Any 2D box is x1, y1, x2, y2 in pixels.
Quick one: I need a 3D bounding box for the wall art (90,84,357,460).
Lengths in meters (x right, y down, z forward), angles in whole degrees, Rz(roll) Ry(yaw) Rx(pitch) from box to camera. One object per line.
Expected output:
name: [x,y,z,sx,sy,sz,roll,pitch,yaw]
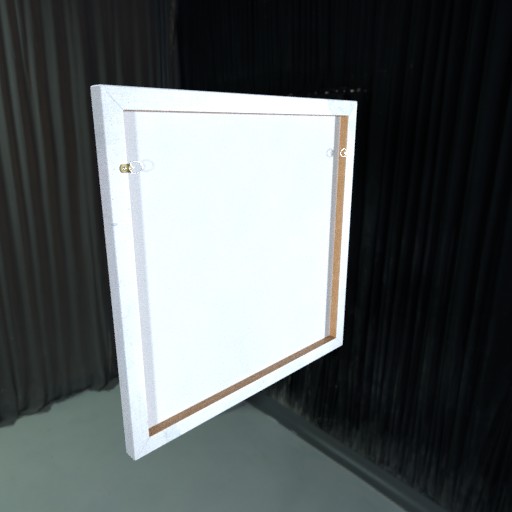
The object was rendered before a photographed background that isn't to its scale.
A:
wall art: [0.000,0.000,1.116,0.762,0.762,0.041,-15,22,-42]
